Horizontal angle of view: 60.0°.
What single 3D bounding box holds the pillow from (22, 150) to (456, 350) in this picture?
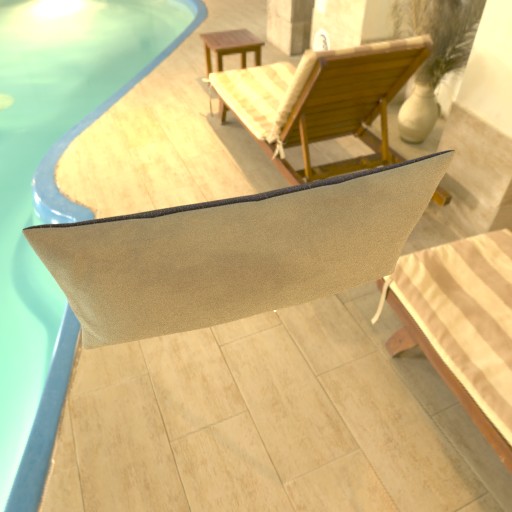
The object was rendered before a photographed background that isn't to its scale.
[{"bbox_3d":[0.000,0.000,0.714,0.608,0.305,0.156,-12,44,-13],"label":"pillow"}]
